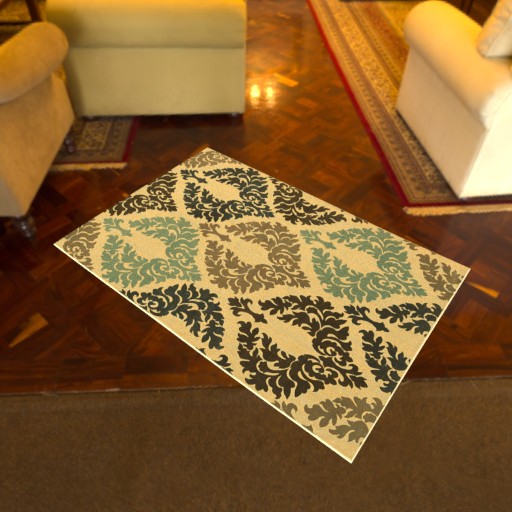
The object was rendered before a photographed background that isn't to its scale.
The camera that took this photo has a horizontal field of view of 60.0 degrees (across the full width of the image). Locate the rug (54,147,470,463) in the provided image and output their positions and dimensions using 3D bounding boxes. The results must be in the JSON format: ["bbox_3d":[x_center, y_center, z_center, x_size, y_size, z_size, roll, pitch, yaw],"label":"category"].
[{"bbox_3d":[0.000,0.000,2.889,2.275,0.014,1.514,30,53,26],"label":"rug"}]
